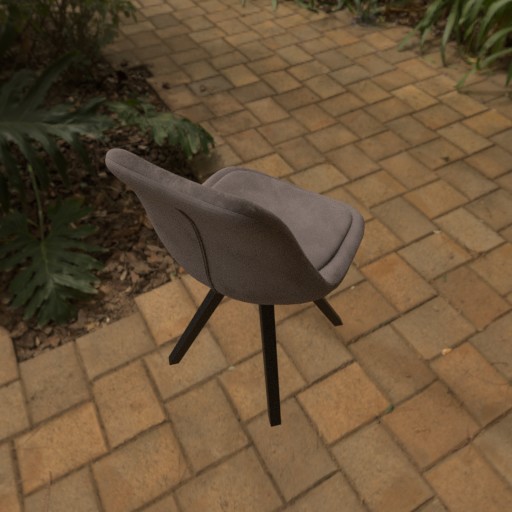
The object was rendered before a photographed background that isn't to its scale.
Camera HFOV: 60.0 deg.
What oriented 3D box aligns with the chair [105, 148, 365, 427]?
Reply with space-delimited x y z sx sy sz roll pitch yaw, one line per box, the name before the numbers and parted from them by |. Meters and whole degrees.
chair | 0.000 0.000 1.165 0.485 0.850 0.550 25 52 21
